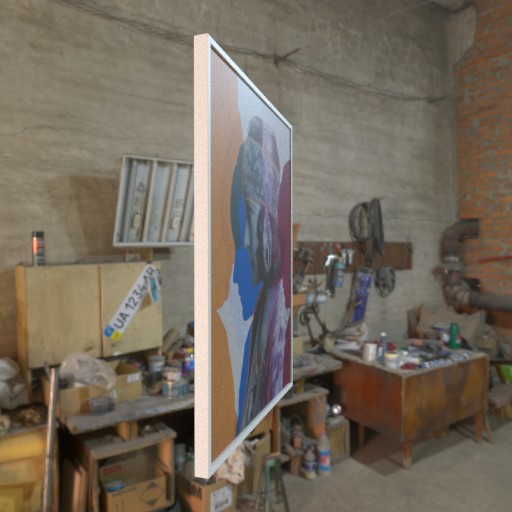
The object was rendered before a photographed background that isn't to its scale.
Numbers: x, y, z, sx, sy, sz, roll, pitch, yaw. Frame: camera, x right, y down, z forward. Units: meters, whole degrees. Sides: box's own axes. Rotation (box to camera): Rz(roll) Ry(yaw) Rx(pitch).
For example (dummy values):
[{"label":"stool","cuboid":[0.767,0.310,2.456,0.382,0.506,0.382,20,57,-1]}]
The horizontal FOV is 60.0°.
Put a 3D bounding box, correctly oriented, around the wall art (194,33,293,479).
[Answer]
[{"label":"wall art","cuboid":[0.000,0.000,1.425,0.039,1.050,0.795,0,0,19]}]
